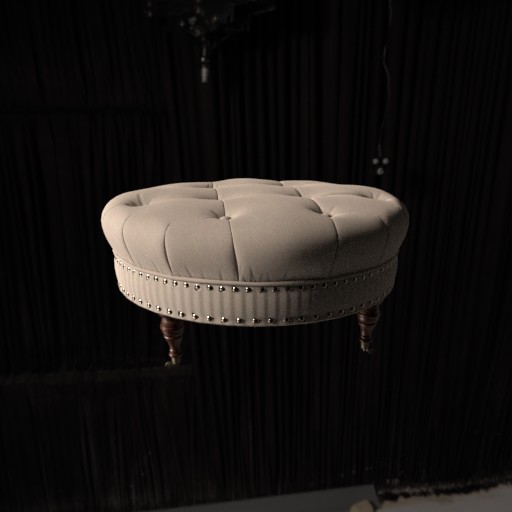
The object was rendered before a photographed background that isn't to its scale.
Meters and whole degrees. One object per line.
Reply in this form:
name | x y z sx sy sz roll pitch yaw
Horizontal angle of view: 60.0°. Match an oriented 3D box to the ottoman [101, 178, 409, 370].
ottoman | 0.000 0.000 1.401 0.901 0.439 0.901 0 16 0
